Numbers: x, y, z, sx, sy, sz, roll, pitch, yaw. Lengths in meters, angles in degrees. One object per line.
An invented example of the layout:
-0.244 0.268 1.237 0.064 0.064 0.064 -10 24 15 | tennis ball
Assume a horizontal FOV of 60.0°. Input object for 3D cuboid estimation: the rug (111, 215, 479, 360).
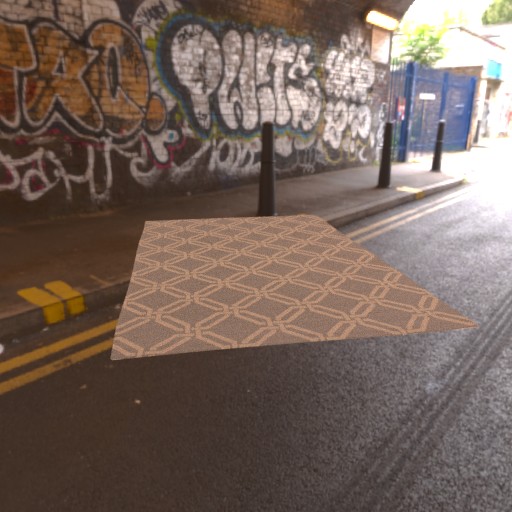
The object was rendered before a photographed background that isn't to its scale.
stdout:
0.000 0.000 2.138 1.148 0.010 1.754 -3 18 -10 | rug
